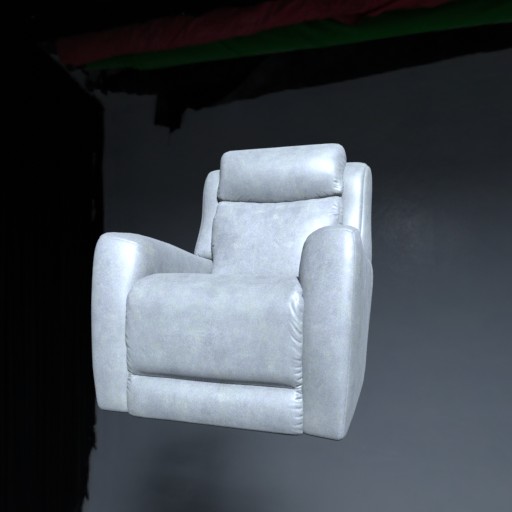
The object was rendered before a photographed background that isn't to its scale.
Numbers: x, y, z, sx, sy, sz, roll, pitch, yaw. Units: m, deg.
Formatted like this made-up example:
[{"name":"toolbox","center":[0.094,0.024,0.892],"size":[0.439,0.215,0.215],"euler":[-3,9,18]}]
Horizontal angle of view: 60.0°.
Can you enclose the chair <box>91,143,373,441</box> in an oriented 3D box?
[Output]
[{"name":"chair","center":[0.000,0.000,1.908],"size":[0.967,1.116,1.068],"euler":[0,0,19]}]
